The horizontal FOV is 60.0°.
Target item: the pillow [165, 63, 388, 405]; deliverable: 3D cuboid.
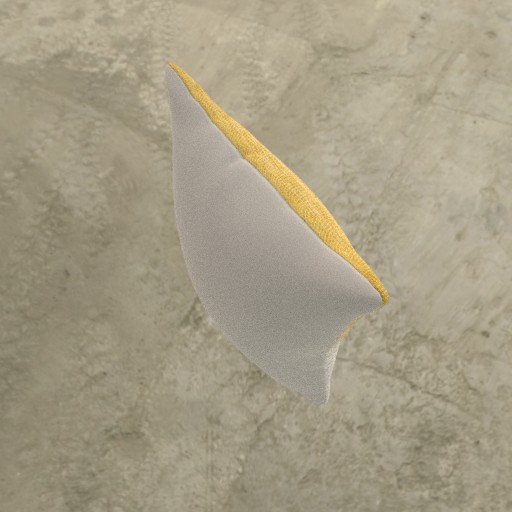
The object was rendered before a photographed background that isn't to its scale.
[{"bbox_3d":[0.000,0.000,0.717,0.211,0.450,0.450,-30,64,-17],"label":"pillow"}]
